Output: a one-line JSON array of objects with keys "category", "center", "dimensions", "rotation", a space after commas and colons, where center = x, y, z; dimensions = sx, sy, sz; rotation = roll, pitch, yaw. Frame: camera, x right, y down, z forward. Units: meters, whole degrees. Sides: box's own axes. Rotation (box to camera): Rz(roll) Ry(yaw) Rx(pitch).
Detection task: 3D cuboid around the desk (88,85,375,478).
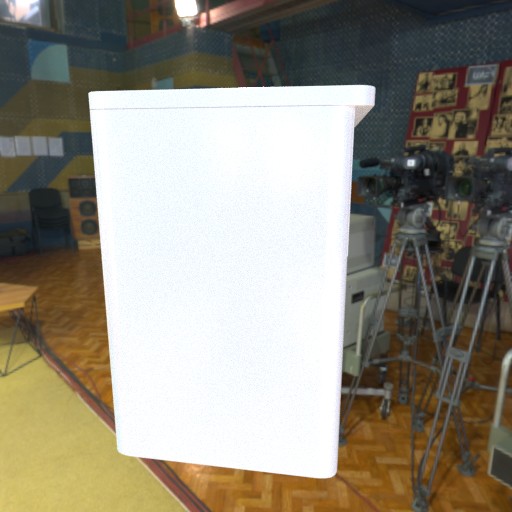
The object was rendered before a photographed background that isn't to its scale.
[{"category": "desk", "center": [0.000, 0.000, 1.260], "dimensions": [0.549, 0.800, 0.762], "rotation": [2, 13, 9]}]
